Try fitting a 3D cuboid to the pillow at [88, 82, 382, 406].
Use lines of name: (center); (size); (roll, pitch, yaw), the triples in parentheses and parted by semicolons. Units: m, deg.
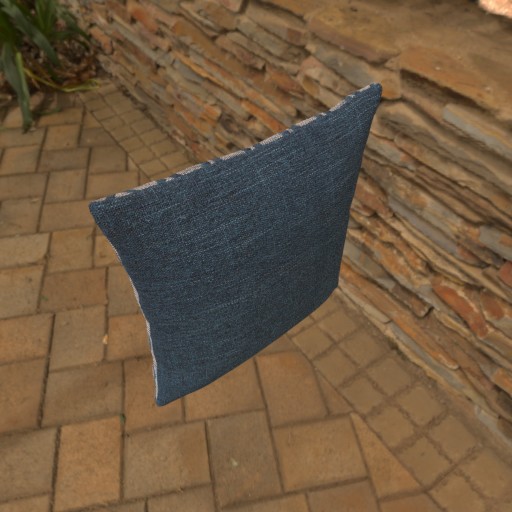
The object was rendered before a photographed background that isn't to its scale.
pillow: (0.000, 0.000, 0.680); (0.435, 0.435, 0.159); (-31, 54, -26)
